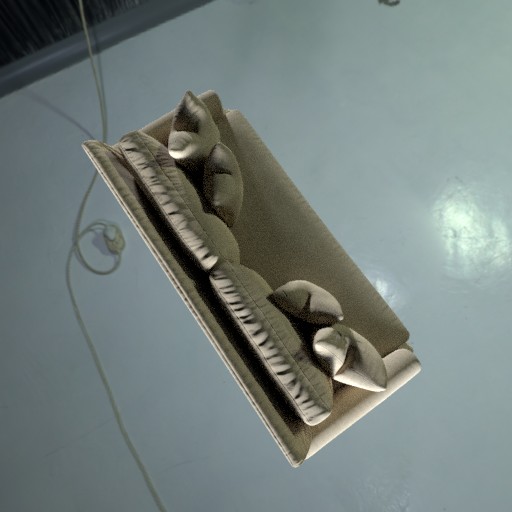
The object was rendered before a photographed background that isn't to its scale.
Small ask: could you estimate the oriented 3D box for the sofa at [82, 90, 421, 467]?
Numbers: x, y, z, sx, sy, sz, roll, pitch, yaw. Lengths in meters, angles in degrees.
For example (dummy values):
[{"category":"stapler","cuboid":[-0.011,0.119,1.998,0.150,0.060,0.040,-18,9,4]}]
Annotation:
[{"category":"sofa","cuboid":[0.000,0.000,2.835,1.067,0.904,2.285,-34,79,-8]}]
